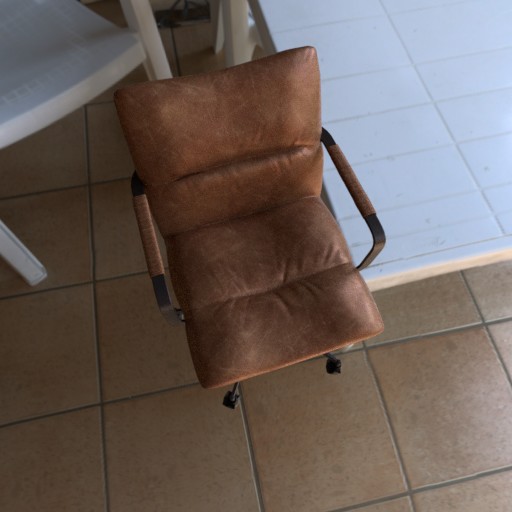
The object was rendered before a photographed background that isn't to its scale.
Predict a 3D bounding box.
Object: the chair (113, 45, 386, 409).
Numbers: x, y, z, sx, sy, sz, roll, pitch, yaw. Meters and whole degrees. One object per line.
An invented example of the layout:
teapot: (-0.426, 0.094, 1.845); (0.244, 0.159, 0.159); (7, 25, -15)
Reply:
chair: (0.000, 0.000, 1.441); (0.727, 0.922, 0.754); (-16, 65, -8)
